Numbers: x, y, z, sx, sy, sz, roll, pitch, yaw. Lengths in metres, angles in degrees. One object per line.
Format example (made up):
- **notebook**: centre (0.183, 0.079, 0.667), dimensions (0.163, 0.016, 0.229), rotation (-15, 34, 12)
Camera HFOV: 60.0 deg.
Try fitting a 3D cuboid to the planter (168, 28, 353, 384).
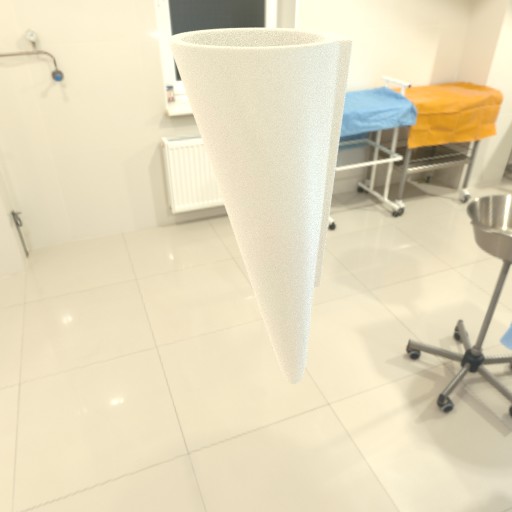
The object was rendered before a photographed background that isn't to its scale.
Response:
- **planter**: centre (0.000, 0.000, 0.216), dimensions (0.064, 0.193, 0.057), rotation (-8, 34, -13)
